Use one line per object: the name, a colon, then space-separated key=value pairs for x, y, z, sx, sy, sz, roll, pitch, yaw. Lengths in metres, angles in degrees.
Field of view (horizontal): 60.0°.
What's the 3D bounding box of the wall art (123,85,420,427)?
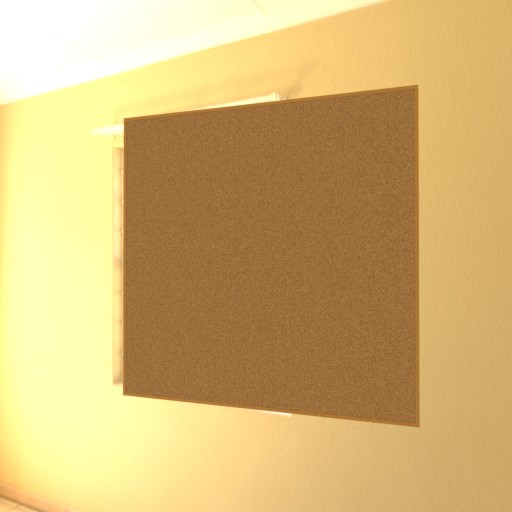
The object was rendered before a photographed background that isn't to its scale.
wall art: x=0.000 y=0.000 z=1.394 sx=0.962 sy=0.959 sz=0.013 roll=0 pitch=-1 yaw=18
